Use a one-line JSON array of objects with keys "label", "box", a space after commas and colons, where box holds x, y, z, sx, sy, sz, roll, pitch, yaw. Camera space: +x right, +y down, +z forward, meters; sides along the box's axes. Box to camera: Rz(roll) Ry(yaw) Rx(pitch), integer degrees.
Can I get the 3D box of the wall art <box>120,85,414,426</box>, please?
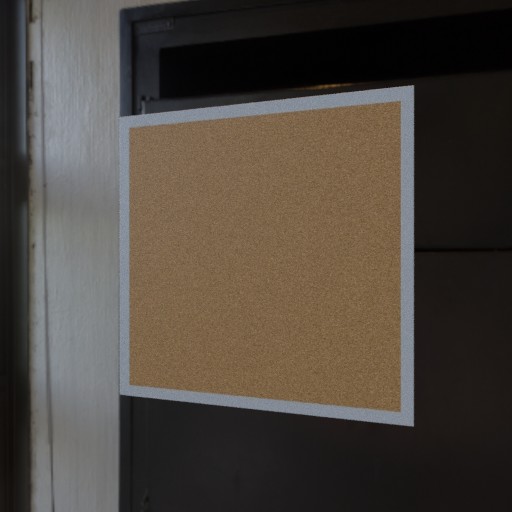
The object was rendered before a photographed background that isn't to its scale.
[{"label": "wall art", "box": [0.000, 0.000, 0.606, 0.406, 0.406, 0.038, 0, 0, 17]}]
